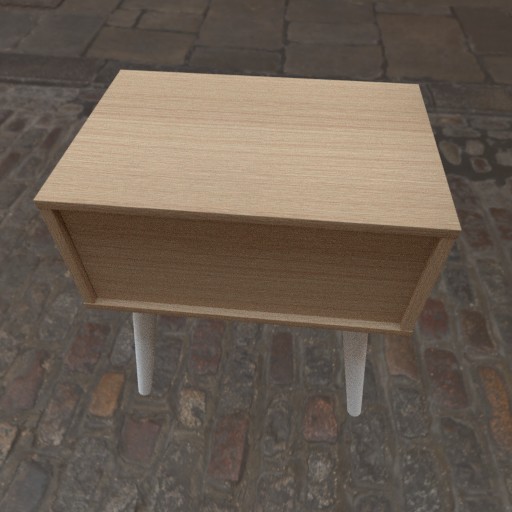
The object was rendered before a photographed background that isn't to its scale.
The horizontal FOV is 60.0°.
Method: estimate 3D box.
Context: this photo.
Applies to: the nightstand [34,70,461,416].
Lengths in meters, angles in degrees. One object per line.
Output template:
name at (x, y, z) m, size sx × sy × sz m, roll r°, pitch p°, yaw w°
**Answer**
nightstand at (0.000, 0.000, 0.948) m, size 0.571 × 0.610 × 0.407 m, roll 4°, pitch 48°, yaw 4°
